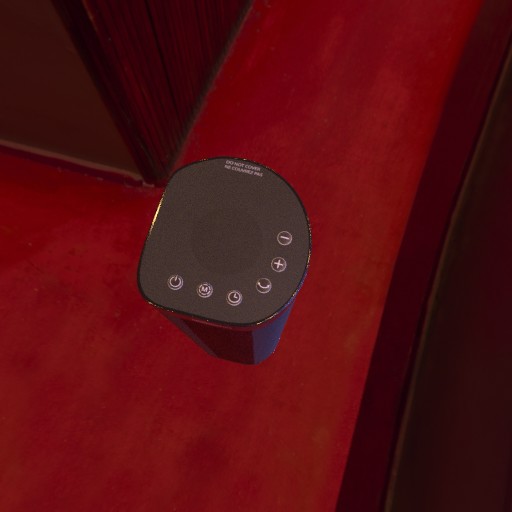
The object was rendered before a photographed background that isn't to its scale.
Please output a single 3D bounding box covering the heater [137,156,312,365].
[{"bbox_3d":[0.000,0.000,0.714,0.174,0.552,0.312,14,73,4],"label":"heater"}]
